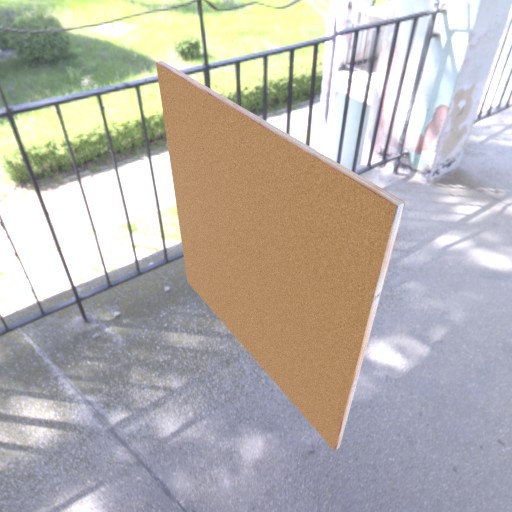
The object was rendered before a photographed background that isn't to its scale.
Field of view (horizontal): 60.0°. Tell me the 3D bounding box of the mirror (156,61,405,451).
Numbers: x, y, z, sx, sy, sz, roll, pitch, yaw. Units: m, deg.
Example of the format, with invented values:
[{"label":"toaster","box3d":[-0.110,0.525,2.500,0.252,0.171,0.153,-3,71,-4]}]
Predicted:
[{"label":"mirror","box3d":[0.000,0.000,1.191,0.061,0.804,0.804,-26,48,-26]}]
